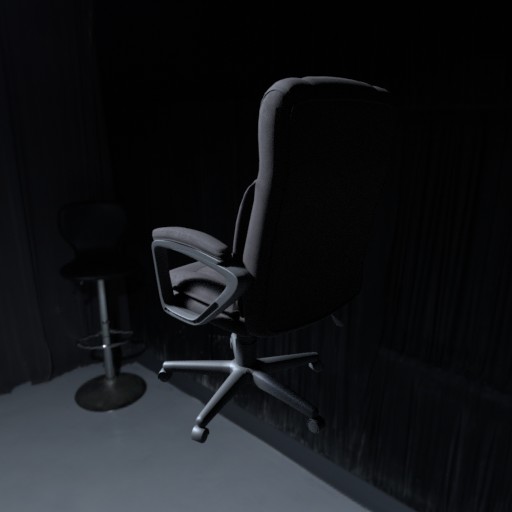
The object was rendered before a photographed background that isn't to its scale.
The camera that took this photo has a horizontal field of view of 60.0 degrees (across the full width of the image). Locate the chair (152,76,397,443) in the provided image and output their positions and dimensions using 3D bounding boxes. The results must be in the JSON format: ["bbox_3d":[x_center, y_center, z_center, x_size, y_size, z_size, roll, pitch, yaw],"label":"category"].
[{"bbox_3d":[0.000,0.000,1.528,0.667,1.105,0.724,-16,23,-42],"label":"chair"}]
